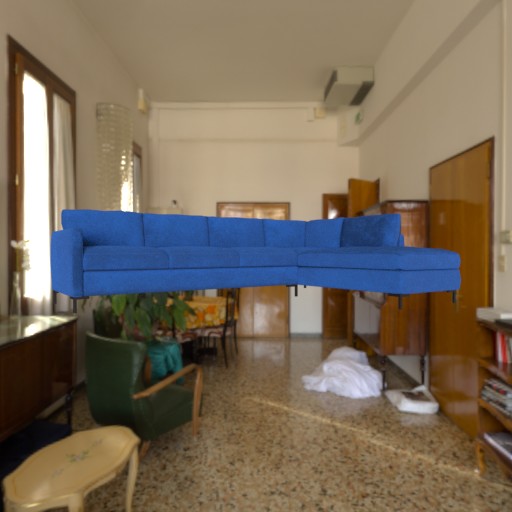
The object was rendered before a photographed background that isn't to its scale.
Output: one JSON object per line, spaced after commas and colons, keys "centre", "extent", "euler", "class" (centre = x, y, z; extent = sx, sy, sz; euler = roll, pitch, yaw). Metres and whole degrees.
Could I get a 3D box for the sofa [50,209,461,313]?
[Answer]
{"centre": [0.000, 0.000, 3.205], "extent": [2.486, 0.687, 1.707], "euler": [0, 1, -35], "class": "sofa"}
